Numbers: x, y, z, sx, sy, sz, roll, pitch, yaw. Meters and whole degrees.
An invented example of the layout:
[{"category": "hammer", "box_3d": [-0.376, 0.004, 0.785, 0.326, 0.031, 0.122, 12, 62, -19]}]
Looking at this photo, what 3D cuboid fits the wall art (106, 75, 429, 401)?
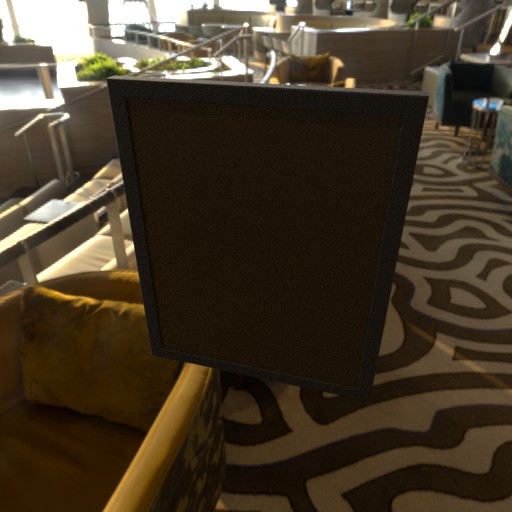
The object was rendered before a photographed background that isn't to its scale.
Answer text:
[{"category": "wall art", "box_3d": [0.000, 0.000, 0.761, 0.457, 0.558, 0.028, 8, 32, 13]}]
